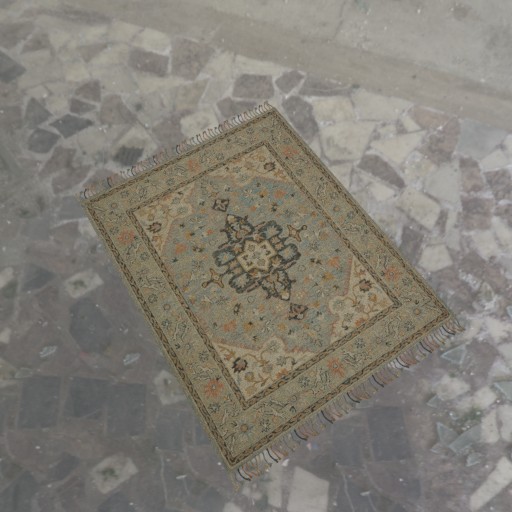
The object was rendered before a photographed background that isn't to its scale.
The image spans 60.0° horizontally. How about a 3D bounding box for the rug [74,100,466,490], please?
[{"bbox_3d":[0.000,0.000,3.490,1.971,0.010,2.651,-30,68,-14],"label":"rug"}]
